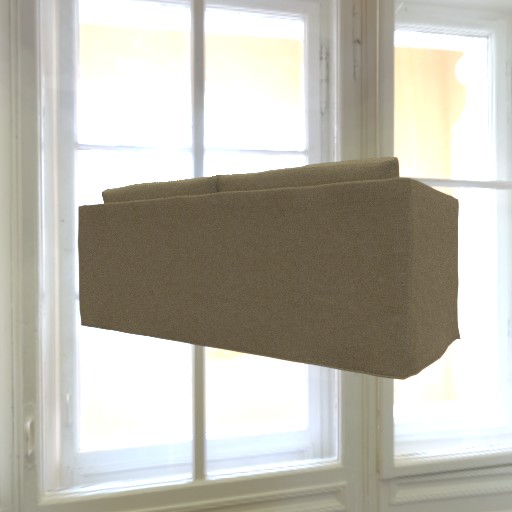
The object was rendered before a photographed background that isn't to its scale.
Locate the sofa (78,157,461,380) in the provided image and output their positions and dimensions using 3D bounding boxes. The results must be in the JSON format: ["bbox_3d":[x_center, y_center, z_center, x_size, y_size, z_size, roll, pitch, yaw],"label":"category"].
[{"bbox_3d":[0.000,0.000,2.482,1.987,0.847,0.956,1,2,34],"label":"sofa"}]
